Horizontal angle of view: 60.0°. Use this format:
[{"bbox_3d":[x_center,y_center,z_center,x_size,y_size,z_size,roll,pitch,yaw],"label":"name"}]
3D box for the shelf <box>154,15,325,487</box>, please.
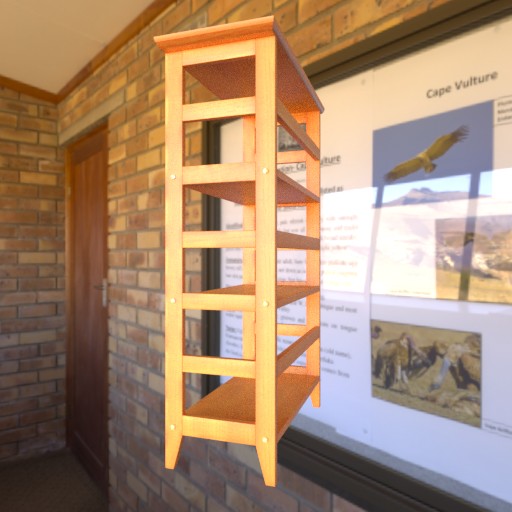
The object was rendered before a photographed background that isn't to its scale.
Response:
[{"bbox_3d":[0.000,0.000,1.344,0.305,1.067,0.660,0,0,19],"label":"shelf"}]
